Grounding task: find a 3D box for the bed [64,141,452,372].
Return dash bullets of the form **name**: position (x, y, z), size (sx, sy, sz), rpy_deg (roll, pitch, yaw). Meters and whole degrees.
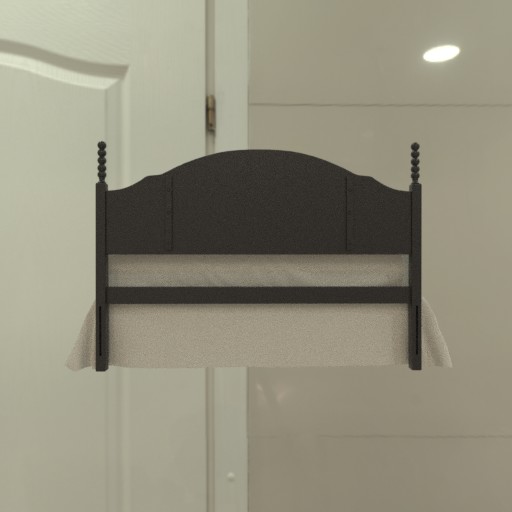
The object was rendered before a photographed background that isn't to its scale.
- **bed**: position (0.000, 0.000, 3.698), size (2.322, 1.355, 2.219), rpy_deg (0, 0, -1)
